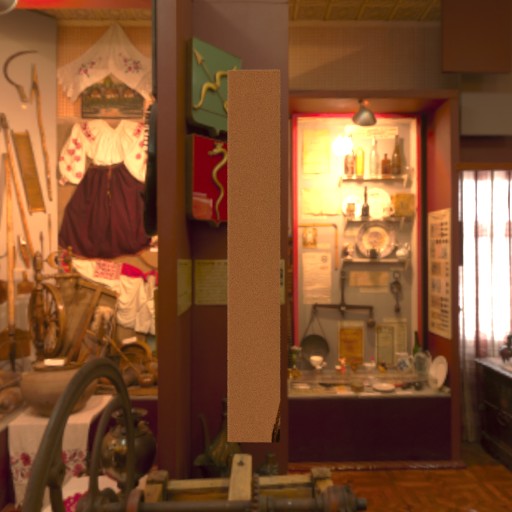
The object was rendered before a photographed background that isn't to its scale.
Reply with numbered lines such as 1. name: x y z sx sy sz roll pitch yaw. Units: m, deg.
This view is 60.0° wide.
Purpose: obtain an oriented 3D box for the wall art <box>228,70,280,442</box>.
1. wall art: 0.000 0.000 0.494 0.039 0.254 0.384 0 0 1
